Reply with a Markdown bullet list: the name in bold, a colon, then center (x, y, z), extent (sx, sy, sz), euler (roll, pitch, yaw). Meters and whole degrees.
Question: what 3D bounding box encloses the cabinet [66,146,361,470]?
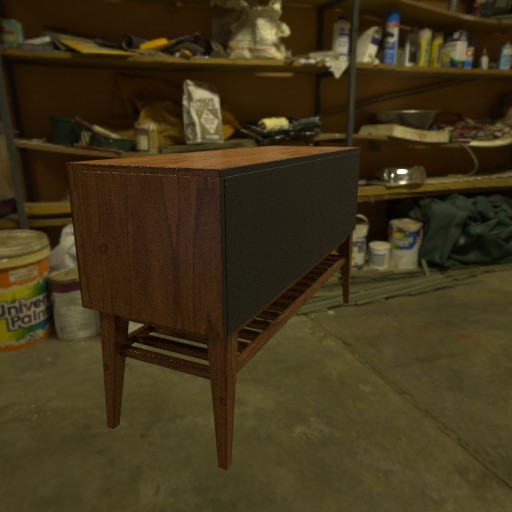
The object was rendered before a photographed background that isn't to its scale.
- **cabinet**: center (0.000, 0.000, 1.765), extent (0.477, 0.802, 1.363), euler (7, 18, 24)
